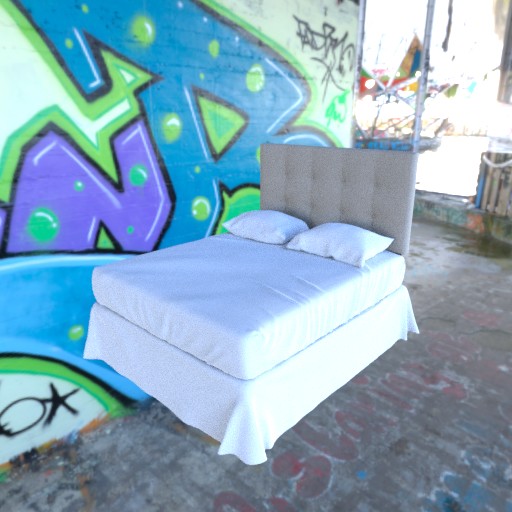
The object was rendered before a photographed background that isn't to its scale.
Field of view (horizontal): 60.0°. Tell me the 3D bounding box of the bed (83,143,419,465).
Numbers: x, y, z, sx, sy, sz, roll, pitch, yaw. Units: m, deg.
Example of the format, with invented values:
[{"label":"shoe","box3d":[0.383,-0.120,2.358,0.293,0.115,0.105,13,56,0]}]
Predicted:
[{"label":"bed","box3d":[0.000,0.000,3.514,1.936,1.577,2.222,16,24,40]}]
